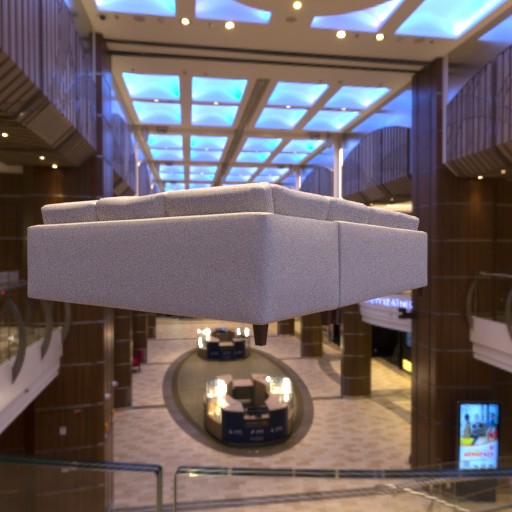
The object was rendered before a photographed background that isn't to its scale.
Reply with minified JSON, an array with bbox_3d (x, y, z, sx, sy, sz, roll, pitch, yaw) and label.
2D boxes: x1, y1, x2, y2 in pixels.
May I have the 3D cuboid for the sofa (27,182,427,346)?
[{"bbox_3d":[0.000,0.000,4.407,2.522,0.934,3.333,1,1,35],"label":"sofa"}]
